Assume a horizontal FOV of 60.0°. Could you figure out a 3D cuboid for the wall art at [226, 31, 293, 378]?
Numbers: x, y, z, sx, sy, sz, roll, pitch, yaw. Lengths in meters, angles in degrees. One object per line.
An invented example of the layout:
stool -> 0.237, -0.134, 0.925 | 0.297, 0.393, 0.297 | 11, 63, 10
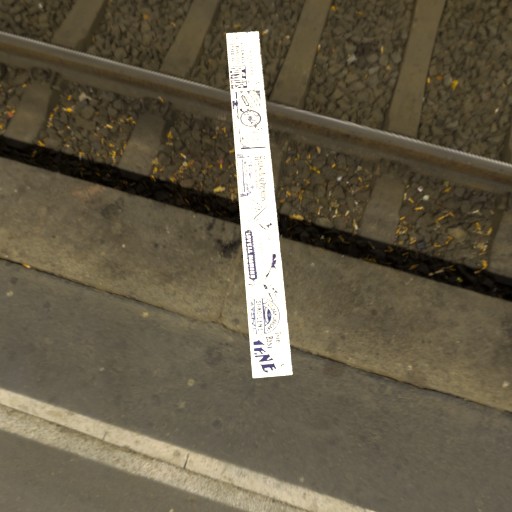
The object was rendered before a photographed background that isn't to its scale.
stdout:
wall art -> 0.000, 0.000, 0.488 | 0.025, 0.376, 0.255 | -5, 75, -1
